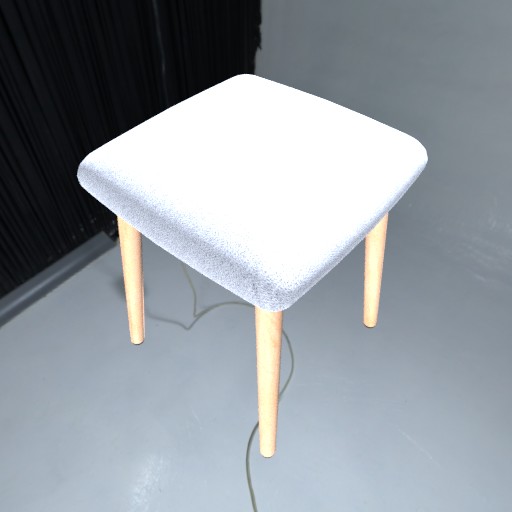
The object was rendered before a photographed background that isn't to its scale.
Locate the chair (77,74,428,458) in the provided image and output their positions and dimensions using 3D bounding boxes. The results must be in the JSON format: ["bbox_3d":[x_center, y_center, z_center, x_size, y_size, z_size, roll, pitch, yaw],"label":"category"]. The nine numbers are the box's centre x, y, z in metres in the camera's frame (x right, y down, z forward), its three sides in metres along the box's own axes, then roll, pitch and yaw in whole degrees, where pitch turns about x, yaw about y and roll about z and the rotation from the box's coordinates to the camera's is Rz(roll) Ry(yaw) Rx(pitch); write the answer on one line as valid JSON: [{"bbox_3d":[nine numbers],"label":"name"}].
[{"bbox_3d":[0.000,0.000,0.703,0.350,0.440,0.350,32,55,26],"label":"chair"}]
